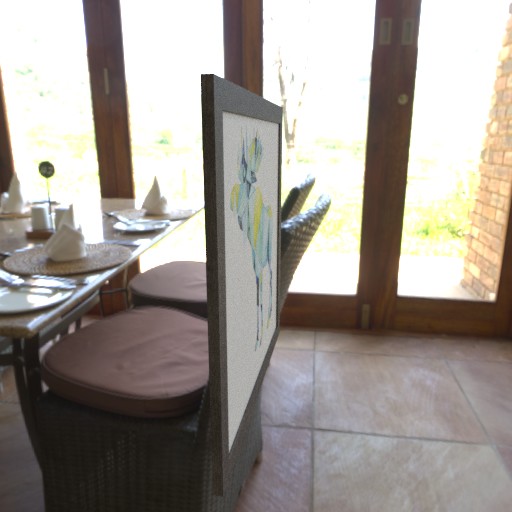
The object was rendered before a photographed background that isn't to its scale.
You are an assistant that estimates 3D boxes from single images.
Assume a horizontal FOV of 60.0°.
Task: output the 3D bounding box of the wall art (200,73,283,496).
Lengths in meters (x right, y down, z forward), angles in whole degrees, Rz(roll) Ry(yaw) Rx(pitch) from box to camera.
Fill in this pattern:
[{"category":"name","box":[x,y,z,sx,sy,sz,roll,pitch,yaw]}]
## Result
[{"category":"wall art","box":[0.000,0.000,0.672,0.013,0.457,0.457,3,15,11]}]
